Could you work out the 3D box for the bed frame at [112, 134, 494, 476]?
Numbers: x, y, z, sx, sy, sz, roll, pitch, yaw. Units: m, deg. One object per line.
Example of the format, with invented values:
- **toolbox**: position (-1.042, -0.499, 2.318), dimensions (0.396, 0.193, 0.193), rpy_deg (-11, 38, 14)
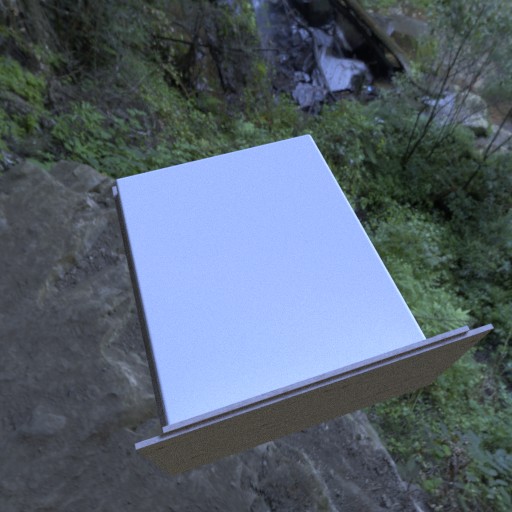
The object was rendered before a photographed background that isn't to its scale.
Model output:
- **bed frame**: position (0.000, 0.000, 2.934), dimensions (1.750, 0.970, 2.080), rpy_deg (-16, 59, -10)
